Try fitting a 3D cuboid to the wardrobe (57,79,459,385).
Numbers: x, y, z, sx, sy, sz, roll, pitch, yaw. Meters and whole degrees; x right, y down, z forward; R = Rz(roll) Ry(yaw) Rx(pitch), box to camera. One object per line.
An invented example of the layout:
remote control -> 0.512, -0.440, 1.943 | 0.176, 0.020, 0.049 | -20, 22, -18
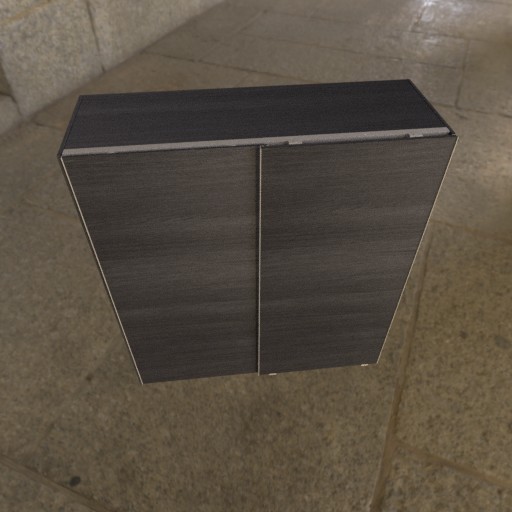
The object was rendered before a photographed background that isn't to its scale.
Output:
wardrobe -> 0.000, 0.000, 2.848 | 1.780, 1.960, 0.629 | -5, 45, -5
